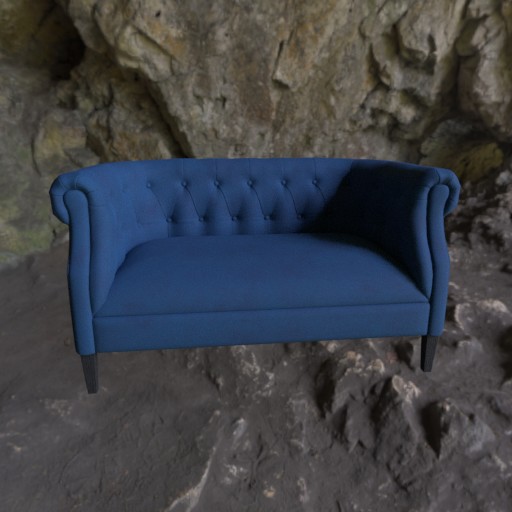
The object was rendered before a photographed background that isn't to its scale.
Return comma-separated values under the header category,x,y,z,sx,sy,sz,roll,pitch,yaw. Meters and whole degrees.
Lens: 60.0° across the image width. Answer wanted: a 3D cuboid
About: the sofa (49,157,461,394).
category,x,y,z,sx,sy,sz,roll,pitch,yaw
sofa,0.000,0.000,2.007,1.558,0.827,0.835,-2,16,-6
